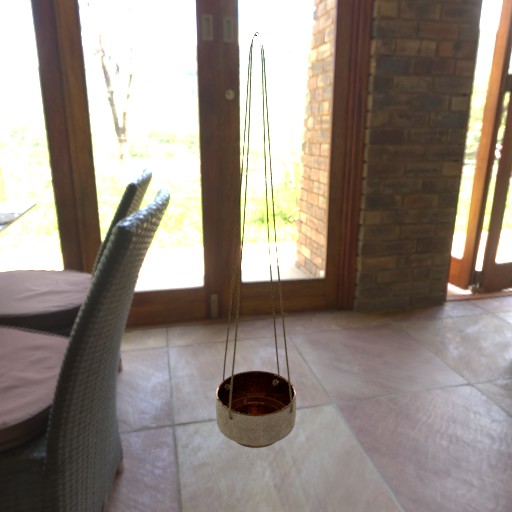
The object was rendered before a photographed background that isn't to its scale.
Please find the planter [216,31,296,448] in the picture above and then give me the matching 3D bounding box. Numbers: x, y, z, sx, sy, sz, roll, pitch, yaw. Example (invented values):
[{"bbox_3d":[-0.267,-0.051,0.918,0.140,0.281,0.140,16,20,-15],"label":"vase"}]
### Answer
[{"bbox_3d":[0.000,0.000,1.125,0.223,1.030,0.223,-3,16,-9],"label":"planter"}]
